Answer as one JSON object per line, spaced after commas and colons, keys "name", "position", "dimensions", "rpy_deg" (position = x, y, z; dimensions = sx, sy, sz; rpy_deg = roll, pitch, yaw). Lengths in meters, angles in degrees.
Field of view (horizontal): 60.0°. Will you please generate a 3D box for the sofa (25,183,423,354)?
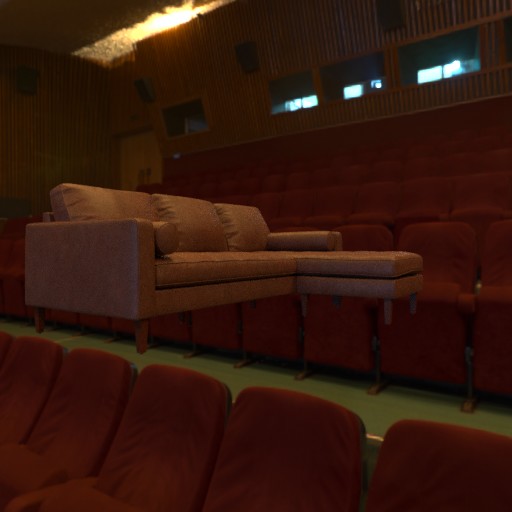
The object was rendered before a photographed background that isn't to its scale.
{"name": "sofa", "position": [0.000, 0.000, 2.856], "dimensions": [1.613, 0.841, 2.185], "rpy_deg": [1, 1, 35]}
